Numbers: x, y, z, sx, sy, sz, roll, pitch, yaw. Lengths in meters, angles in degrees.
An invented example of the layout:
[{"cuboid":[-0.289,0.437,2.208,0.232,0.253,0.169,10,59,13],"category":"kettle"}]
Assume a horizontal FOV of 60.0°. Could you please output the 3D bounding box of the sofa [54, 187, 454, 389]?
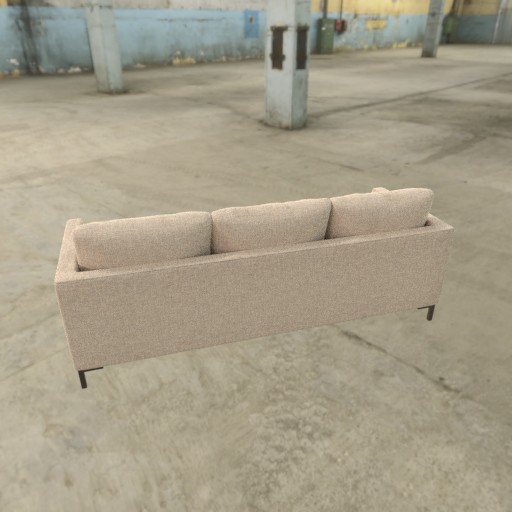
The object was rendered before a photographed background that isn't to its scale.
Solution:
[{"cuboid":[0.000,0.000,2.792,2.218,0.874,0.859,-8,28,-15],"category":"sofa"}]
